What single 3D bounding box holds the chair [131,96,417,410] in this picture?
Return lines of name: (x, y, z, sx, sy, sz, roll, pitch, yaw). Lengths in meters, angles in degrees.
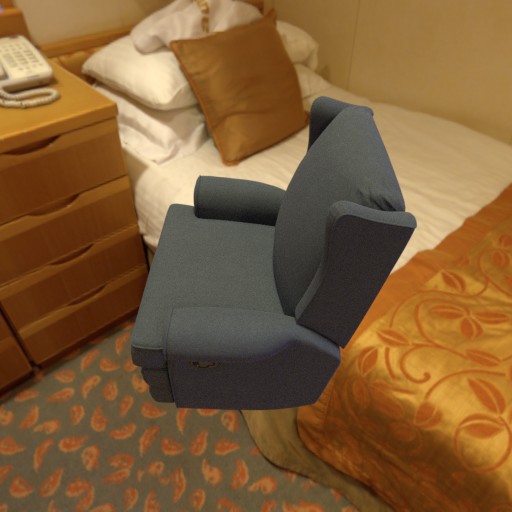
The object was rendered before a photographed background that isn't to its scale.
chair: (0.000, 0.000, 1.743, 0.877, 1.020, 0.971, 1, 42, 1)
